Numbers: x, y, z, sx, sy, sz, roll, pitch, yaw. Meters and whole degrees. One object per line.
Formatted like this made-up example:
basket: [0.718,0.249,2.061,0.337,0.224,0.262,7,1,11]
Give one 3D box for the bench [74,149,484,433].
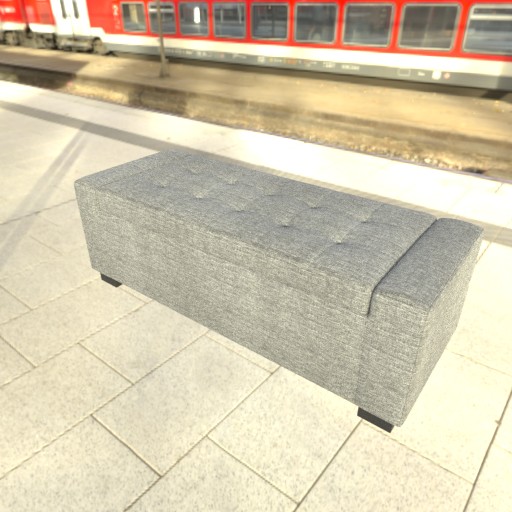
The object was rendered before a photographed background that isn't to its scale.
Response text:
bench: [0.000,0.000,1.547,1.296,0.445,0.508,21,36,31]
